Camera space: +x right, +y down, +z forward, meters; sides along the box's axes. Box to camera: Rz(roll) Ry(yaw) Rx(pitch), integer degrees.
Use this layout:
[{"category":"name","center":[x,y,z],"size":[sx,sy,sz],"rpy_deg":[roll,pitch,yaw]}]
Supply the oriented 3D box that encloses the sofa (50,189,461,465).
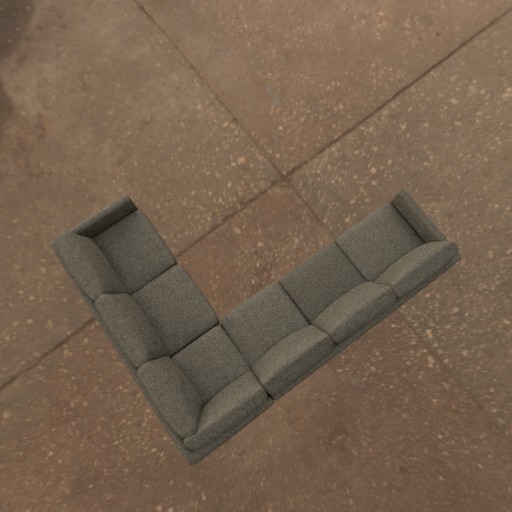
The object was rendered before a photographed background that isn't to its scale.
[{"category":"sofa","center":[0.000,0.000,4.642],"size":[3.302,0.947,2.593],"rpy_deg":[-35,78,-9]}]
